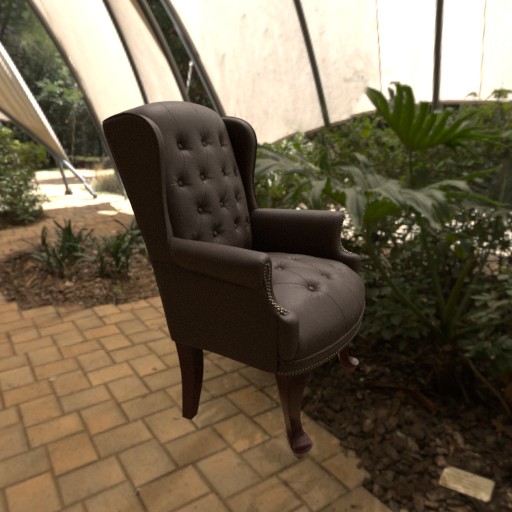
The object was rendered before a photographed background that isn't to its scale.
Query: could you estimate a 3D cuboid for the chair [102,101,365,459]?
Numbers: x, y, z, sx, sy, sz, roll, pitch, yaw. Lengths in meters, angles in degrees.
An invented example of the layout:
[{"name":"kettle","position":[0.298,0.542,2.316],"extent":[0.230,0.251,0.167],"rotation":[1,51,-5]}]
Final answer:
[{"name":"chair","position":[0.000,0.000,1.686],"extent":[0.819,1.132,0.829],"rotation":[8,18,26]}]
